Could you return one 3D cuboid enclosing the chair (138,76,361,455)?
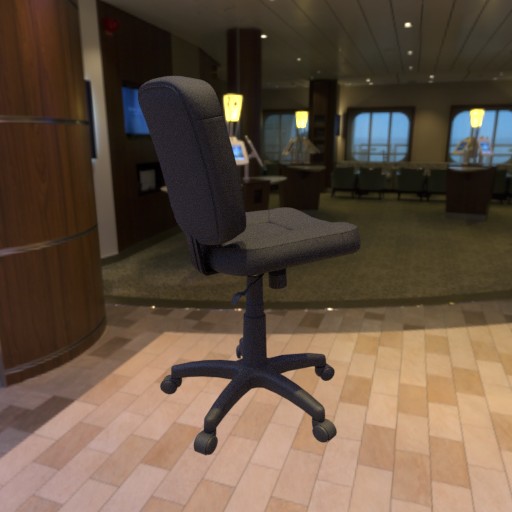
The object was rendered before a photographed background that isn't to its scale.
[{"bbox_3d":[0.000,0.000,1.341,0.610,0.972,0.610,-7,17,-26],"label":"chair"}]
